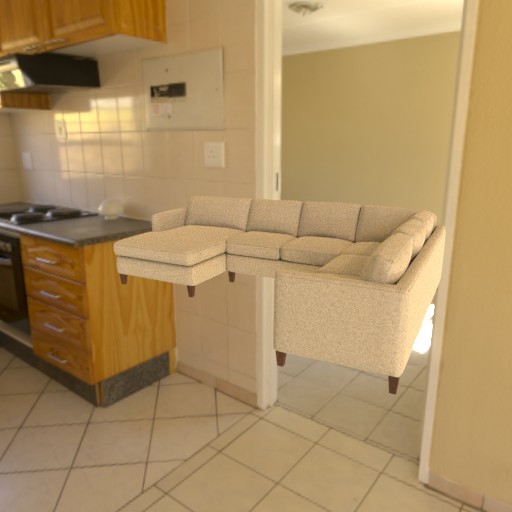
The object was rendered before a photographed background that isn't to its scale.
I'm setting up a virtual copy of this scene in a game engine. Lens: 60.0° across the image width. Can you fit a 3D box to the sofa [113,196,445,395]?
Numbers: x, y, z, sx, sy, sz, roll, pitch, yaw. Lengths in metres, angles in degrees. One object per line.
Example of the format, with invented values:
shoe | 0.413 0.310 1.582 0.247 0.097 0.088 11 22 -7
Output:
sofa | 0.000 0.000 4.654 3.460 0.959 2.593 7 16 27
